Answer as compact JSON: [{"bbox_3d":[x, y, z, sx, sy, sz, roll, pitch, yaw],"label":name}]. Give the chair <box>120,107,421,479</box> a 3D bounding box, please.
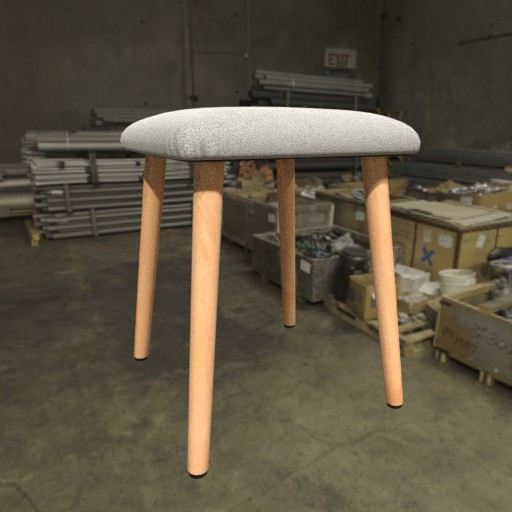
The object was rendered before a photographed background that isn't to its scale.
[{"bbox_3d":[0.000,0.000,0.696,0.350,0.440,0.350,-8,18,-25],"label":"chair"}]
